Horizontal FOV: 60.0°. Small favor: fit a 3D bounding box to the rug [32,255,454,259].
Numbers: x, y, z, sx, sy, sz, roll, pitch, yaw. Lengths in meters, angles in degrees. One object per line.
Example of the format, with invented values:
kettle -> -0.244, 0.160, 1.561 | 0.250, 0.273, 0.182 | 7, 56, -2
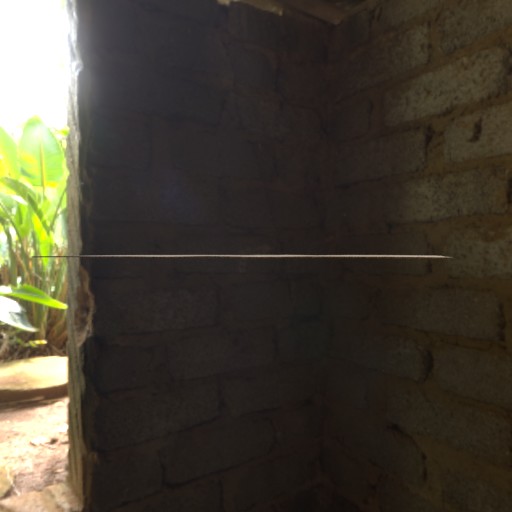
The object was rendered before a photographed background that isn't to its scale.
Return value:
rug -> 0.000, 0.000, 2.231 | 1.745, 0.010, 1.146 | 0, 0, 19
